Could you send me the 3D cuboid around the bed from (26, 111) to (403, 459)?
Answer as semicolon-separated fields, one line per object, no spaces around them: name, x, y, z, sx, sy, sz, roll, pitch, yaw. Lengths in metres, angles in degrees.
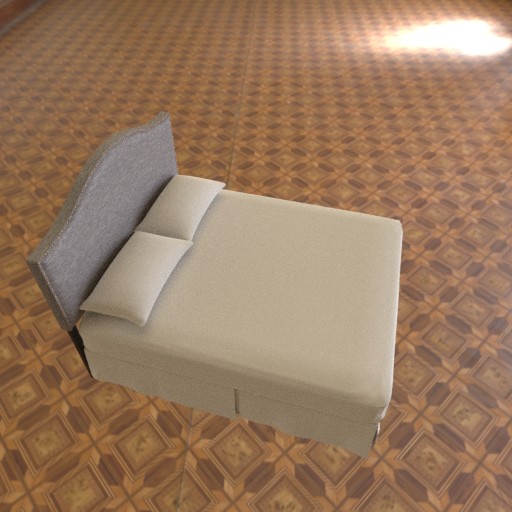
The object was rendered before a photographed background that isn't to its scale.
bed;0.000;0.000;2.820;1.870;1.295;1.610;11;46;11
